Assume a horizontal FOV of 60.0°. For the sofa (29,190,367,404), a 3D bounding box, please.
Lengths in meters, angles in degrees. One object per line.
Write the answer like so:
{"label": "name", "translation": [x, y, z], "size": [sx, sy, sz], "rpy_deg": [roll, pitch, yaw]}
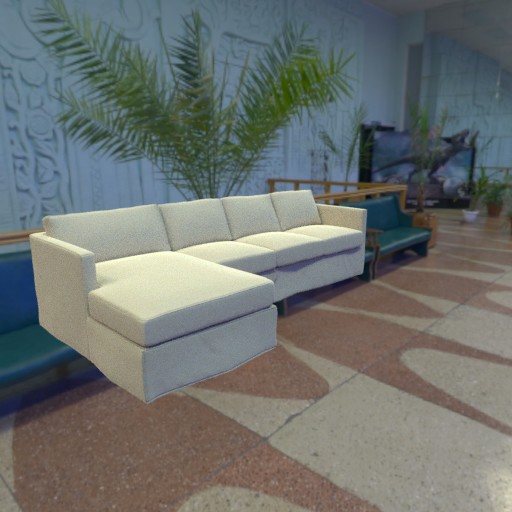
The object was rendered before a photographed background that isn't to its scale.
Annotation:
{"label": "sofa", "translation": [0.000, 0.000, 3.864], "size": [3.205, 0.922, 1.650], "rpy_deg": [-12, 18, -43]}
